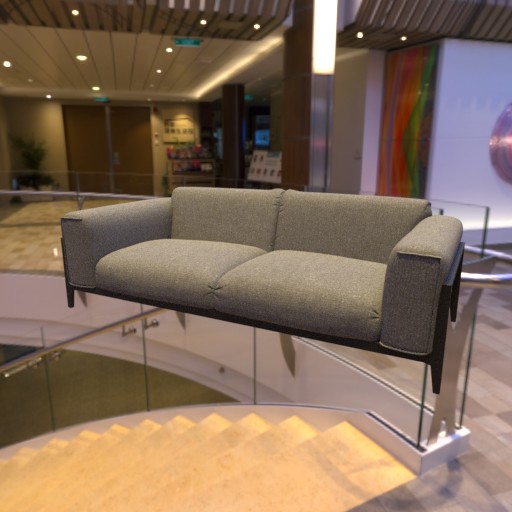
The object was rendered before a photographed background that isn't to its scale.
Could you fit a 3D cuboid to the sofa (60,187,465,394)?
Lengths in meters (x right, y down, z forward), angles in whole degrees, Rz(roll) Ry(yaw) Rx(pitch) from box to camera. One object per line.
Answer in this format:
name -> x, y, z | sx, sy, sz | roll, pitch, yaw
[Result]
sofa -> 0.000, 0.000, 2.550 | 2.125, 0.703, 0.985 | 7, 16, 27
